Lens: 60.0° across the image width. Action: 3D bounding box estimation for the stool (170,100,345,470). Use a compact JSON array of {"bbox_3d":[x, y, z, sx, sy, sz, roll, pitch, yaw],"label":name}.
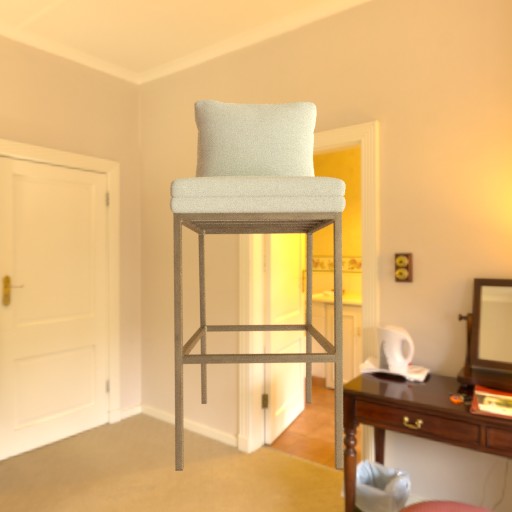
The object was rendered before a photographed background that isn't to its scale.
[{"bbox_3d":[0.000,0.000,1.435,0.463,1.125,0.572,0,0,-1],"label":"stool"}]
